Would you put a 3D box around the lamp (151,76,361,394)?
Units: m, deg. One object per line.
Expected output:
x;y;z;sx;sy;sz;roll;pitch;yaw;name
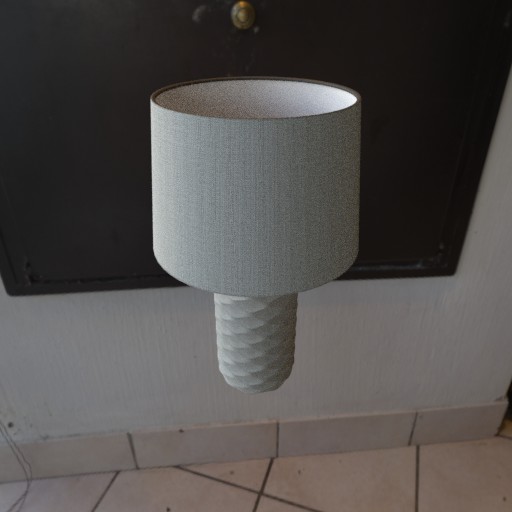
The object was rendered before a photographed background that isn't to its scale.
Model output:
0.000;0.000;0.848;0.376;0.594;0.376;0;31;0;lamp
